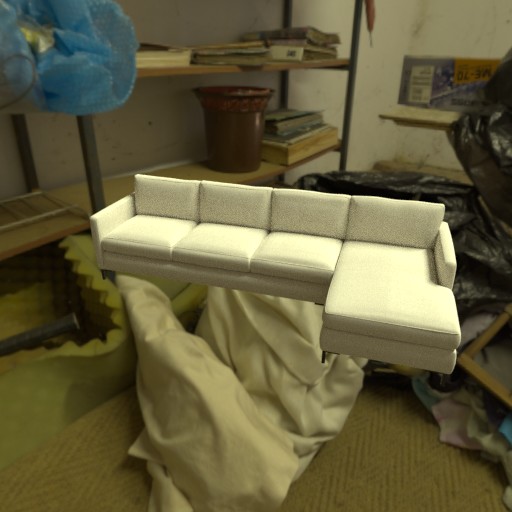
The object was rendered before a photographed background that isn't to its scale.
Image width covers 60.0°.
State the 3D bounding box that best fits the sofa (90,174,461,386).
[{"bbox_3d":[0.000,0.000,2.940,2.445,0.677,1.126,8,27,16],"label":"sofa"}]
